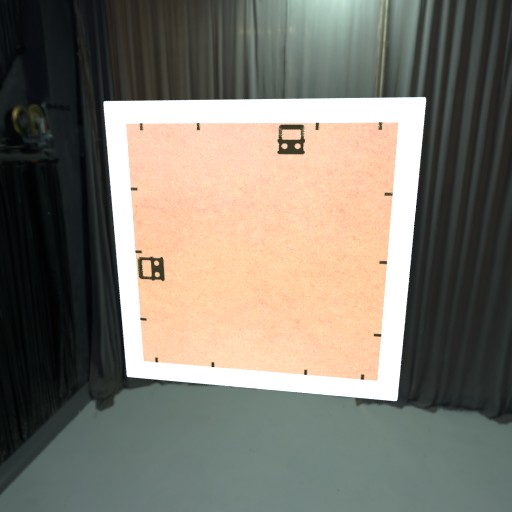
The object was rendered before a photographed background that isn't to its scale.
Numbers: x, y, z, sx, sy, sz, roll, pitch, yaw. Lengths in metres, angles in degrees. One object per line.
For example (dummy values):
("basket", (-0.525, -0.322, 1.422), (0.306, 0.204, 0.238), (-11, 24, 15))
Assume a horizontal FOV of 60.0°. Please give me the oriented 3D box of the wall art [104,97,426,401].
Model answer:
("wall art", (0.000, 0.000, 0.876), (0.584, 0.584, 0.013), (2, 16, 9))
